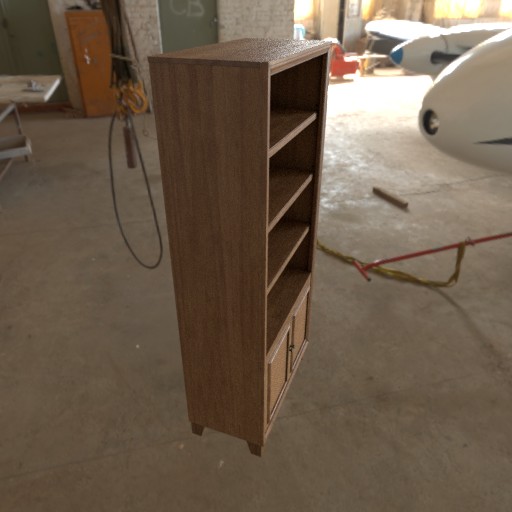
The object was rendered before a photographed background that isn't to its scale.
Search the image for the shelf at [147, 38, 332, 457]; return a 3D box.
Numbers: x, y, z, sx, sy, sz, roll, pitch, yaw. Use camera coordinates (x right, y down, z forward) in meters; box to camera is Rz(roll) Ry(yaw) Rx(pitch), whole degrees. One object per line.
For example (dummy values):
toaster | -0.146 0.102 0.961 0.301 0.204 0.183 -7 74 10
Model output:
shelf | 0.000 0.000 2.259 0.453 1.930 0.864 11 32 18
